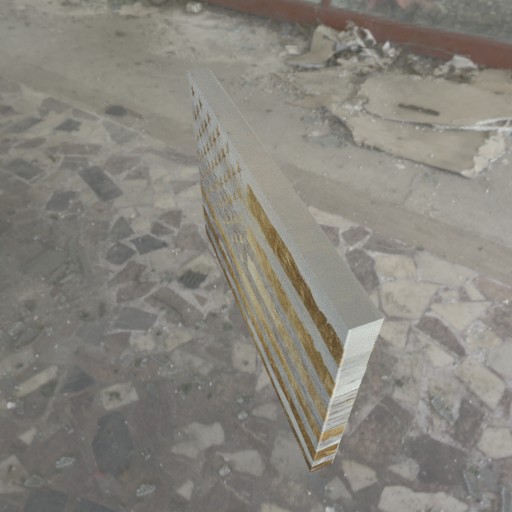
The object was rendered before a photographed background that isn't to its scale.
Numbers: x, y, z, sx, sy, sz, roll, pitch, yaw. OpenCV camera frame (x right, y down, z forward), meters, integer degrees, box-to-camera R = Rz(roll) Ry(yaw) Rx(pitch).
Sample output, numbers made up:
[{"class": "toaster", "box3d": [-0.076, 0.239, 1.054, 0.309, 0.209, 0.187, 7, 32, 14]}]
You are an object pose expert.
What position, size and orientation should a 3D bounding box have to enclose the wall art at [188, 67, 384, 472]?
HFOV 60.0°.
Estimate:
[{"class": "wall art", "box3d": [0.000, 0.000, 0.769, 0.041, 0.407, 0.606, -15, 48, -14]}]
